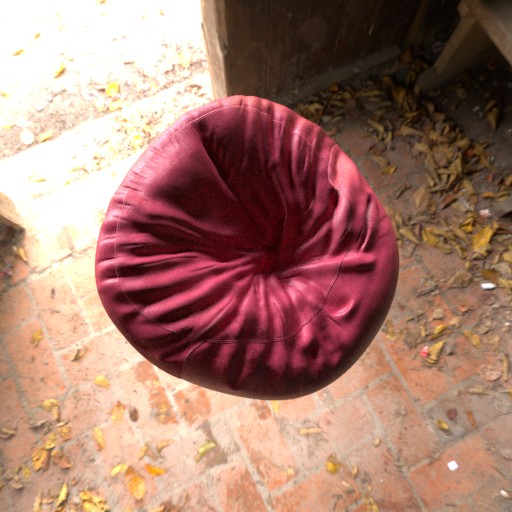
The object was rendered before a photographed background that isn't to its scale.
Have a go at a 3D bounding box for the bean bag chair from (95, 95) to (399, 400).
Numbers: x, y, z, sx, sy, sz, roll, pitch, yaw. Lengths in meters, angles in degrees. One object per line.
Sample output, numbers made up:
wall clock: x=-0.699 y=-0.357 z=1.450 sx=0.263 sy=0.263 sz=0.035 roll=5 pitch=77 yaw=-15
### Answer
bean bag chair: x=0.000 y=0.000 z=2.413 sx=1.524 sy=0.878 sz=1.524 roll=33 pitch=78 yaw=8
